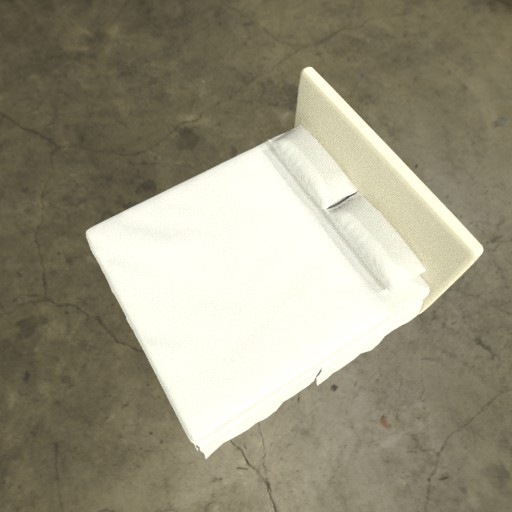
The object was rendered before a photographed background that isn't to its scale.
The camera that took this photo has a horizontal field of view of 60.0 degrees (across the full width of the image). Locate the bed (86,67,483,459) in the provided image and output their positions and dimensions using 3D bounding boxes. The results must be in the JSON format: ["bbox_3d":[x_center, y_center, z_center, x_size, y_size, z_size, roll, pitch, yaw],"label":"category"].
[{"bbox_3d":[0.000,0.000,3.615,2.341,1.317,2.119,-29,67,-13],"label":"bed"}]
